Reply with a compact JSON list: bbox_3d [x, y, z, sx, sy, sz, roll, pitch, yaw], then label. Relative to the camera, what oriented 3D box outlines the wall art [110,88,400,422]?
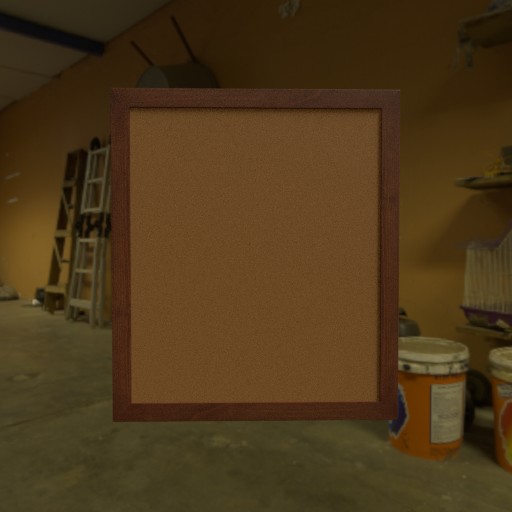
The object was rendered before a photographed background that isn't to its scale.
[{"bbox_3d":[0.000,0.000,0.524,0.330,0.381,0.030,0,1,-1],"label":"wall art"}]
